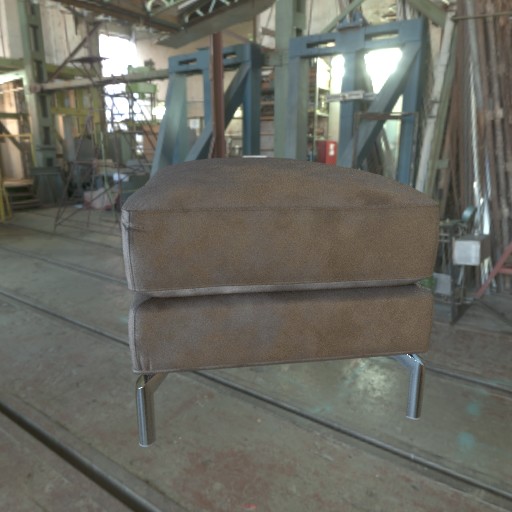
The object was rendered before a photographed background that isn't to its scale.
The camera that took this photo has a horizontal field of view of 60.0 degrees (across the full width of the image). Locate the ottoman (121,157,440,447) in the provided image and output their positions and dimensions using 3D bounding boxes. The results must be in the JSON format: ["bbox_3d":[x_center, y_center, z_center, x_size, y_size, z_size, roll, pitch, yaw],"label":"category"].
[{"bbox_3d":[0.000,0.000,1.053,0.520,0.456,0.719,-2,14,-9],"label":"ottoman"}]
